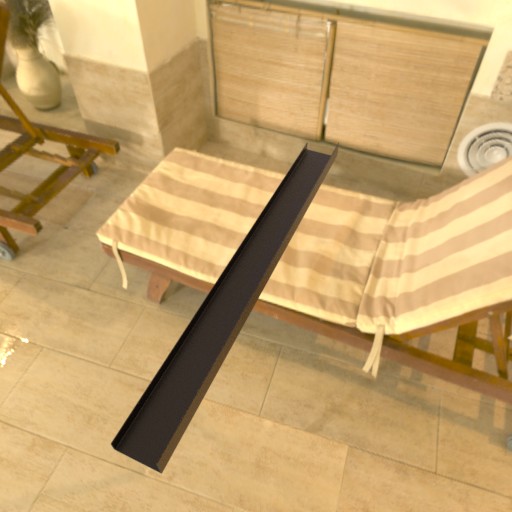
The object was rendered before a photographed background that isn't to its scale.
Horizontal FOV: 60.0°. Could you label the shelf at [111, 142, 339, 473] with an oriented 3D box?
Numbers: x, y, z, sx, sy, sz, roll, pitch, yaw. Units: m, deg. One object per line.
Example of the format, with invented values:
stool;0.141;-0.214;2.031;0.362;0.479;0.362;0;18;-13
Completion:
shelf;0.000;0.000;0.973;0.092;0.049;0.924;18;50;16
